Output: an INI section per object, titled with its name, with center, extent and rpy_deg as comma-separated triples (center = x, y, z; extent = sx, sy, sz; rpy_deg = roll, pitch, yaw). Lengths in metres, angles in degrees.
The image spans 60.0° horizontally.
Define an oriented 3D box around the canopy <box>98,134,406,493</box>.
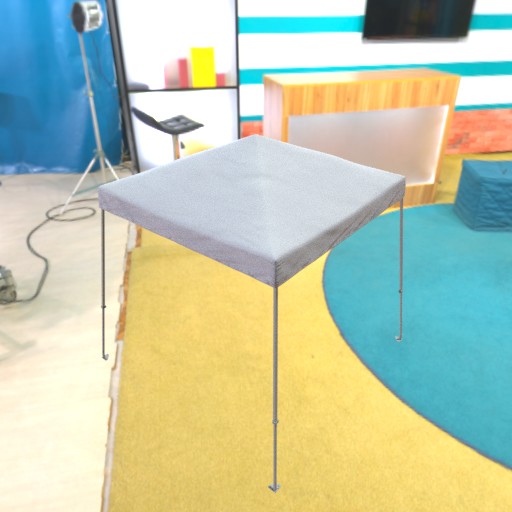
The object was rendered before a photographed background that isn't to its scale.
[canopy]
center = 0.000, 0.000, 5.206
extent = 2.850, 2.850, 2.849
rpy_deg = 23, 37, 34
